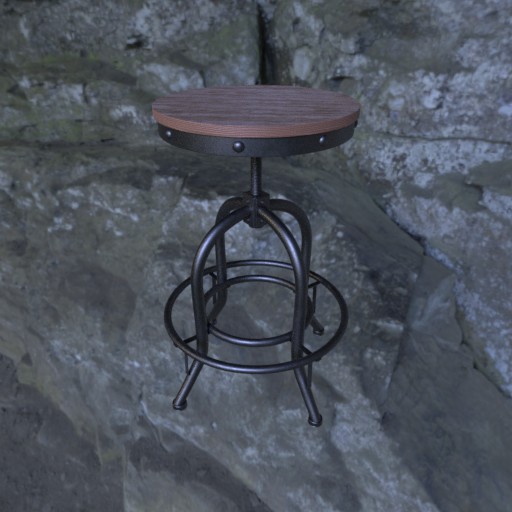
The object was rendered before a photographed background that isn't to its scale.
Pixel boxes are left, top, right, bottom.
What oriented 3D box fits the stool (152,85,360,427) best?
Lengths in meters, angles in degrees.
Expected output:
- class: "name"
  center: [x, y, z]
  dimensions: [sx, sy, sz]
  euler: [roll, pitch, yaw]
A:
- class: "stool"
  center: [0.000, 0.000, 0.908]
  dimensions: [0.439, 0.609, 0.439]
  euler: [-20, 35, -31]
